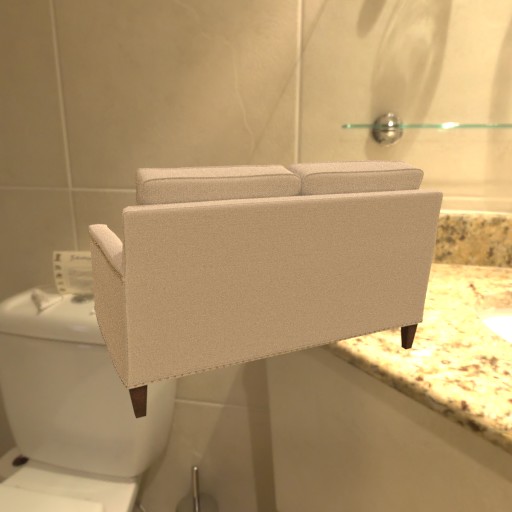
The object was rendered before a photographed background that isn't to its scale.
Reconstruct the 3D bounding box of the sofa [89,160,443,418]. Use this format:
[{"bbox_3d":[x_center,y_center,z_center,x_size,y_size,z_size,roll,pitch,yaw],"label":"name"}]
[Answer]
[{"bbox_3d":[0.000,0.000,2.358,1.597,1.003,1.084,-7,16,-25],"label":"sofa"}]
